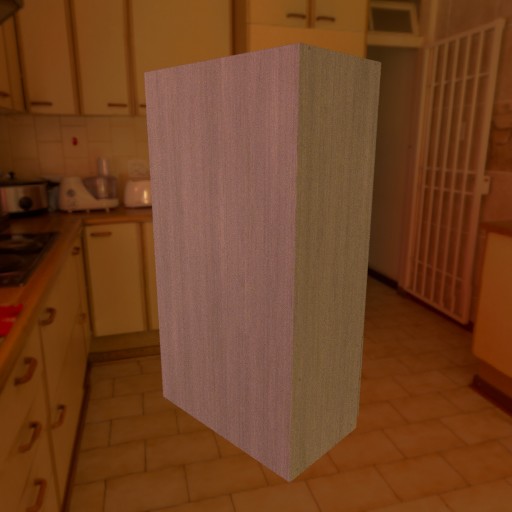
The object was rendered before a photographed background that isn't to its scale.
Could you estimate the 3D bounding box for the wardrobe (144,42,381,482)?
[{"bbox_3d":[0.000,0.000,2.290,0.991,1.808,0.577,14,20,43],"label":"wardrobe"}]
